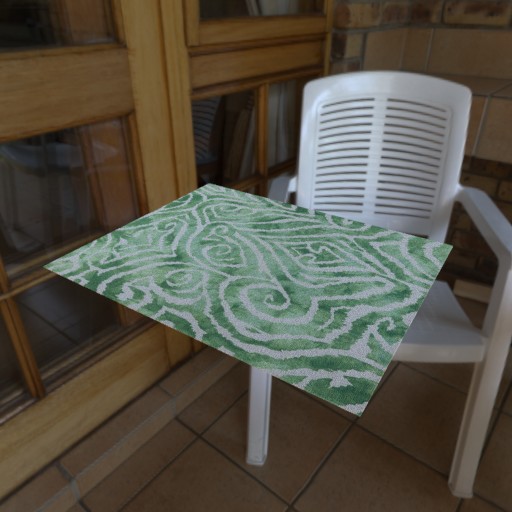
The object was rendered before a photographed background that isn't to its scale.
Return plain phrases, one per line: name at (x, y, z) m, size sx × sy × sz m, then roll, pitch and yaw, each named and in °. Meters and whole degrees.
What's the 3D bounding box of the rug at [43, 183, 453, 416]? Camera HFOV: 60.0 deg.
rug at (0.000, 0.000, 4.202) m, size 3.045 × 0.007 × 2.436 m, roll 18°, pitch 35°, yaw 28°
